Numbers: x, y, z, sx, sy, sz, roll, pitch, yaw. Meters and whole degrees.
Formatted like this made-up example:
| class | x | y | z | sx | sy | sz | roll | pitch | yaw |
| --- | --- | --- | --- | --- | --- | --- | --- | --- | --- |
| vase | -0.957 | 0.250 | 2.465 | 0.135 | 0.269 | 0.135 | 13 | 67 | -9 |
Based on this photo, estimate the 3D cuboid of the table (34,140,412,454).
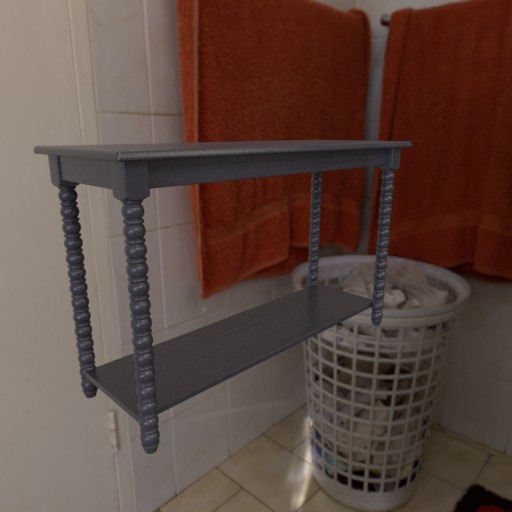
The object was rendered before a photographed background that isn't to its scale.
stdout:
| class | x | y | z | sx | sy | sz | roll | pitch | yaw |
| --- | --- | --- | --- | --- | --- | --- | --- | --- | --- |
| table | 0.000 | 0.000 | 1.492 | 1.184 | 0.735 | 0.459 | -15 | 22 | -43 |
